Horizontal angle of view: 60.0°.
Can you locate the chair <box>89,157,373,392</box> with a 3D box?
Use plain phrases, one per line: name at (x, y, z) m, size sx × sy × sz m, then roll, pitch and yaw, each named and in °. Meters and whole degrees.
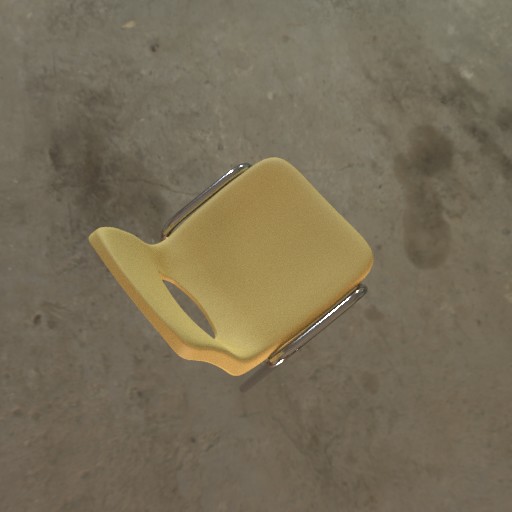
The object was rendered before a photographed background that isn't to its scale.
chair at (0.000, 0.000, 0.793) m, size 0.385 × 0.536 × 0.354 m, roll -39°, pitch 77°, yaw -11°
